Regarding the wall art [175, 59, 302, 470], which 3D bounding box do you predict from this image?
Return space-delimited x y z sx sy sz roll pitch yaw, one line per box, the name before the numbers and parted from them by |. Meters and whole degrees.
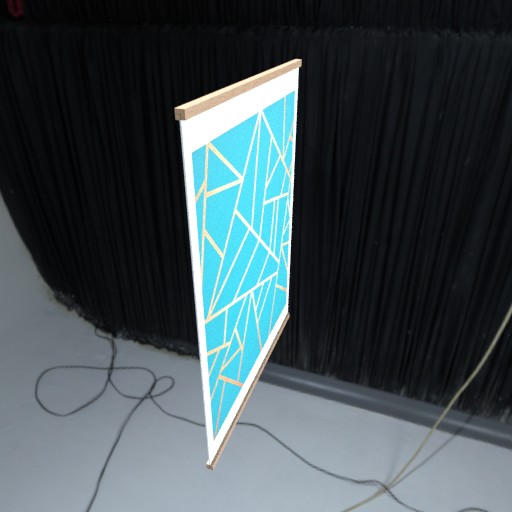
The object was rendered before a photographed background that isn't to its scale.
wall art | 0.000 0.000 0.803 0.012 0.608 0.459 11 32 18
